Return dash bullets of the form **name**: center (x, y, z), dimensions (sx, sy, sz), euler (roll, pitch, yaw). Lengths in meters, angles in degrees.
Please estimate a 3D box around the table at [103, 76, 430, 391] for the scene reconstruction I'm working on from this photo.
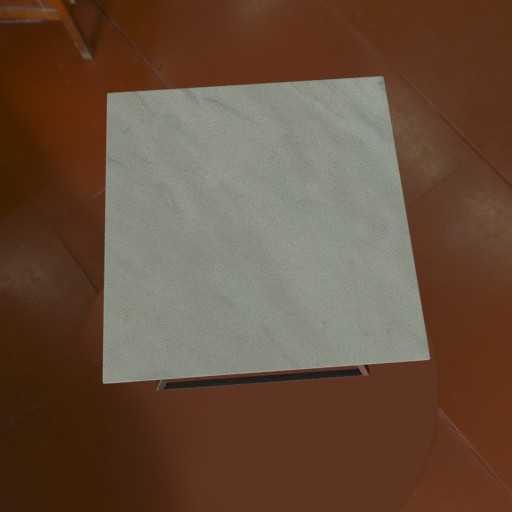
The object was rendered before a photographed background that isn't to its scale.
- **table**: center (0.000, 0.000, 0.805), dimensions (0.455, 0.431, 0.455), euler (-4, 75, -1)
